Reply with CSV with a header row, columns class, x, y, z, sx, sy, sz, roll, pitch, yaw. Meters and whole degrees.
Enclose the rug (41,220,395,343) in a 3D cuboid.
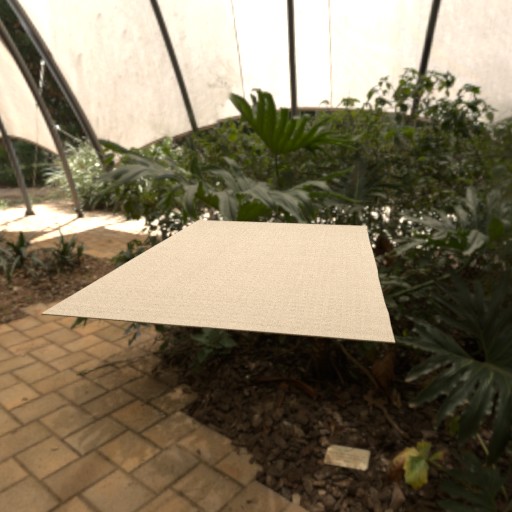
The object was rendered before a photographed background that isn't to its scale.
class,x,y,z,sx,sy,sz,roll,pitch,yaw
rug,0.000,0.000,2.916,1.523,0.006,2.289,3,16,10
